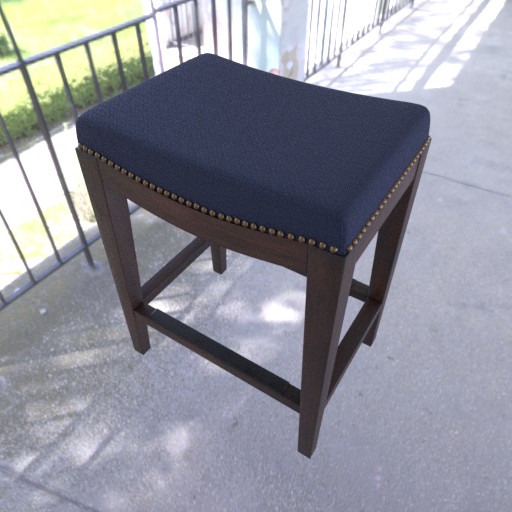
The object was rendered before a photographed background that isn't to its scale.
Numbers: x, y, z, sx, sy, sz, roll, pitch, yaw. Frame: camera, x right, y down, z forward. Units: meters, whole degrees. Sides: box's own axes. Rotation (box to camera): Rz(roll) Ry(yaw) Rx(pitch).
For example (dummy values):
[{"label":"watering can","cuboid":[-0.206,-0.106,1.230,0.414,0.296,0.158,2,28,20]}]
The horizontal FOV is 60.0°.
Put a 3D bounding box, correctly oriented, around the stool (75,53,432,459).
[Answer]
[{"label":"stool","cuboid":[0.000,0.000,0.916,0.500,0.642,0.361,24,49,23]}]
